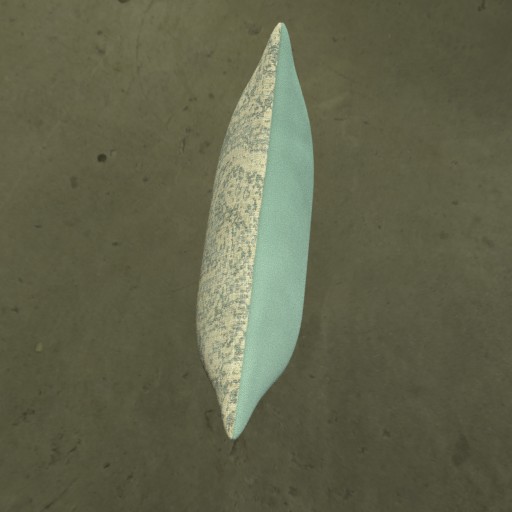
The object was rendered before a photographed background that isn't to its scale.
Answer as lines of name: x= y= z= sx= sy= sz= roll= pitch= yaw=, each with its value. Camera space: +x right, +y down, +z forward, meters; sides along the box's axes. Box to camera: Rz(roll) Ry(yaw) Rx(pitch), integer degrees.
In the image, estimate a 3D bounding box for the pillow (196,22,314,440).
pillow: x=0.000 y=0.000 z=0.768 sx=0.166 sy=0.507 sz=0.526 roll=6 pitch=76 yaw=2
